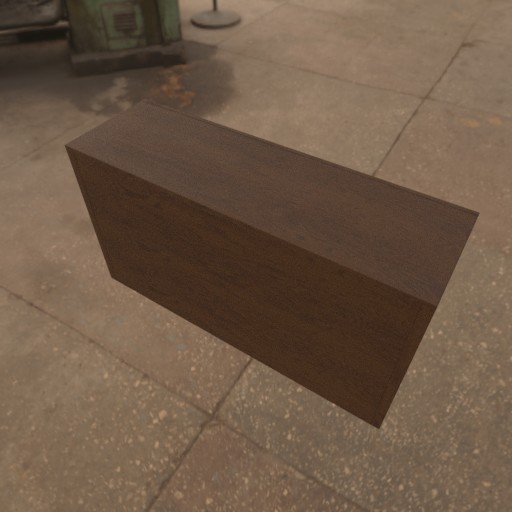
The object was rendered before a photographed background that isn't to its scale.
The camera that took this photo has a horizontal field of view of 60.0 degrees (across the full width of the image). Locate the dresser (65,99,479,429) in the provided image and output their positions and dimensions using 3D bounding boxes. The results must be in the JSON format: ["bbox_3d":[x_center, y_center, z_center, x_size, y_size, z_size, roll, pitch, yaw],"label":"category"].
[{"bbox_3d":[0.000,0.000,1.981,1.523,0.889,0.512,25,51,22],"label":"dresser"}]
